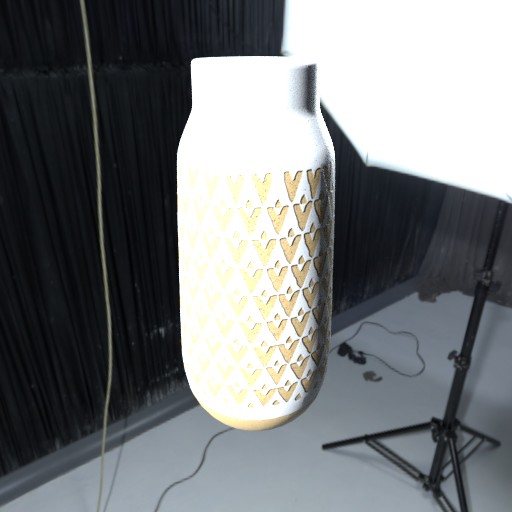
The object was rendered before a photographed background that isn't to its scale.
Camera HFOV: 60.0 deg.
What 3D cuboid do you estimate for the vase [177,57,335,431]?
[{"bbox_3d":[0.000,0.000,0.377,0.137,0.307,0.137,0,26,0],"label":"vase"}]
